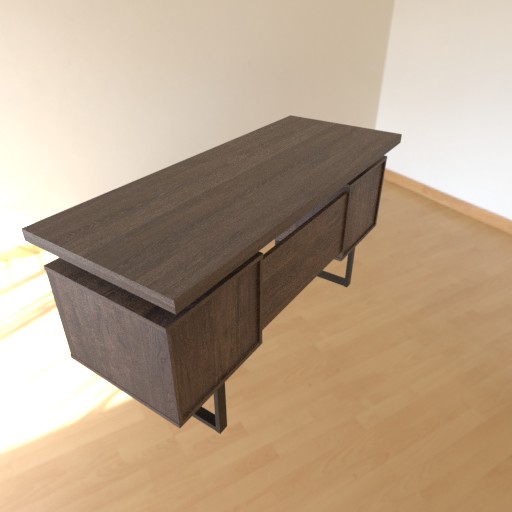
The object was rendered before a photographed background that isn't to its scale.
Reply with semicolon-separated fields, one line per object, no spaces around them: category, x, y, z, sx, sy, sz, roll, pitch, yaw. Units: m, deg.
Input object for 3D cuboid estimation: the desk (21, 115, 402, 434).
desk;0.000;0.000;1.869;0.600;0.760;1.524;20;37;29
